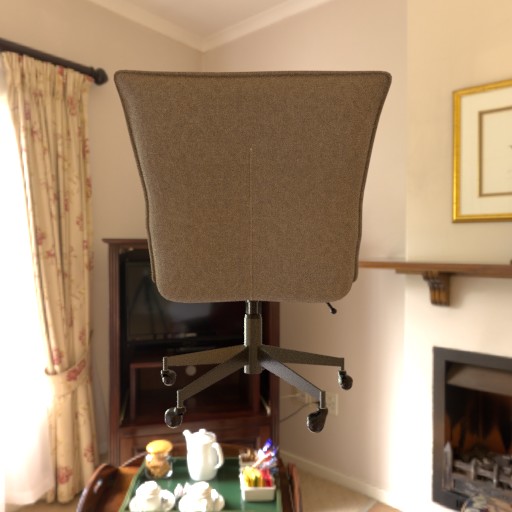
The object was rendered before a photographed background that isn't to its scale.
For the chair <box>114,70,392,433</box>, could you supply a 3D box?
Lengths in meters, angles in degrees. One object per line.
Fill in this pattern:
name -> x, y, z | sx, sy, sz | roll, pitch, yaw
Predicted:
chair -> 0.000, 0.000, 1.281 | 0.597, 0.811, 0.696 | 0, 1, 2
